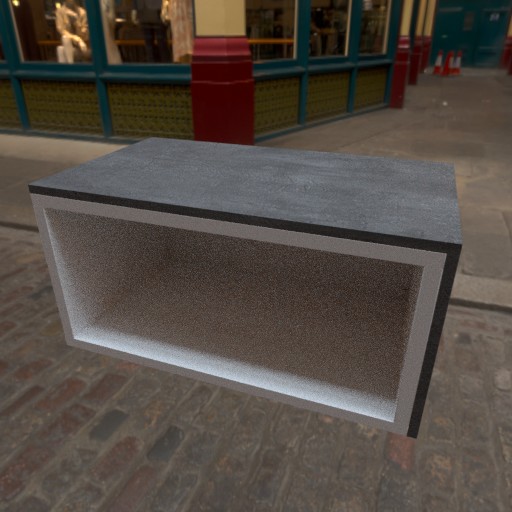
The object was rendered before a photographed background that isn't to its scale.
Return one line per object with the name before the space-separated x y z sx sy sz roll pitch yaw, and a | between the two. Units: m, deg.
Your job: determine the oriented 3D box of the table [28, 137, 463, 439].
table | 0.000 0.000 0.911 0.700 0.350 0.400 9 29 18
